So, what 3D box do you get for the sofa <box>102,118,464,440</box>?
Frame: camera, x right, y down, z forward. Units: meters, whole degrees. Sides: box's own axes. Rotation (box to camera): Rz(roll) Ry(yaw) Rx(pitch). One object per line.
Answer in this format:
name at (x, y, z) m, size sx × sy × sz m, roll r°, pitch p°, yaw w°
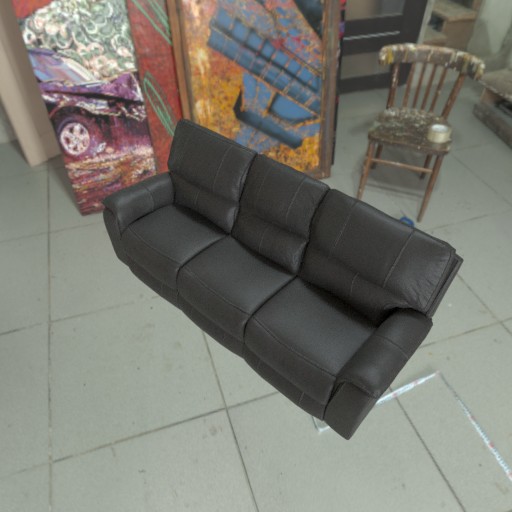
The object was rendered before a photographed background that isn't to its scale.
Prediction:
sofa at (0.000, 0.000, 3.348) m, size 2.627 × 1.134 × 1.104 m, roll 32°, pitch 53°, yaw 28°
